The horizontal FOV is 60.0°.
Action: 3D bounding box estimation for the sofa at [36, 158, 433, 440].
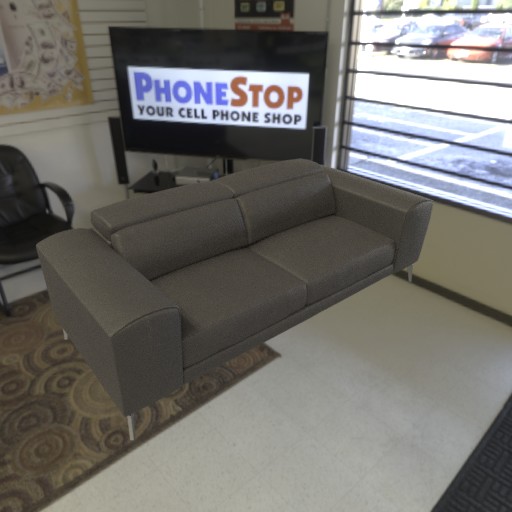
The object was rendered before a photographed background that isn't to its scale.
[{"bbox_3d":[0.000,0.000,2.840,2.330,0.814,1.048,-21,35,-34],"label":"sofa"}]
